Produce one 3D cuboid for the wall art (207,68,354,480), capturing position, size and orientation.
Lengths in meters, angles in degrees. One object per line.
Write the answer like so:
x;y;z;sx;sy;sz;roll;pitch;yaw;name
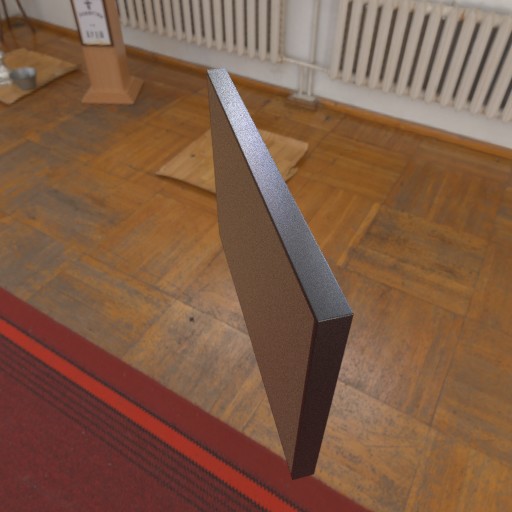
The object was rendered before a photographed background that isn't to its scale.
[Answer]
0.000;0.000;1.195;0.058;0.640;0.939;-10;45;-10;wall art
